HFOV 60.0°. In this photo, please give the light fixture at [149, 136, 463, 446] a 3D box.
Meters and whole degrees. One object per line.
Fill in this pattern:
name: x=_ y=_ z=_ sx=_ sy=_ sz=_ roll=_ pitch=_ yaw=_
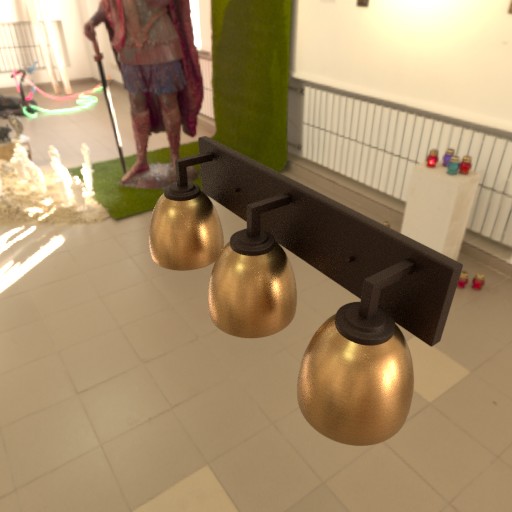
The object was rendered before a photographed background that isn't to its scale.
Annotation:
light fixture: x=0.000 y=0.000 z=0.673 sx=0.157 sy=0.204 sz=0.582 roll=-21 pitch=38 yaw=-29
